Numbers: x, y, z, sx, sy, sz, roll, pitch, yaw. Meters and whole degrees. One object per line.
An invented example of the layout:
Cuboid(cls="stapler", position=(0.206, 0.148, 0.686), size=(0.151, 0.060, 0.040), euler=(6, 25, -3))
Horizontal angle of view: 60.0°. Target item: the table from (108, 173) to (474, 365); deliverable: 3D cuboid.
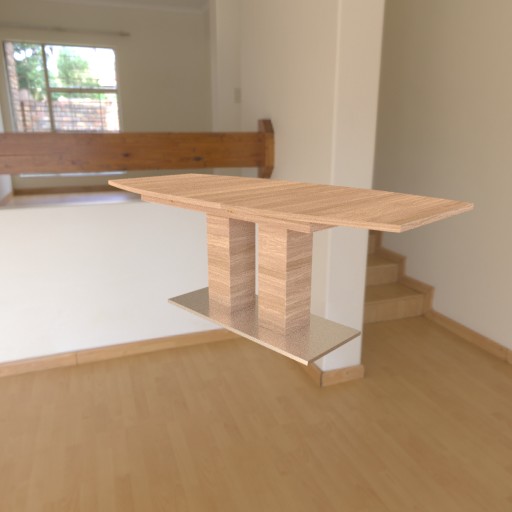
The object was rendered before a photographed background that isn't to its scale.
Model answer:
Cuboid(cls="table", position=(0.000, 0.000, 2.507), size=(2.032, 0.750, 0.900), euler=(15, 22, 43))
